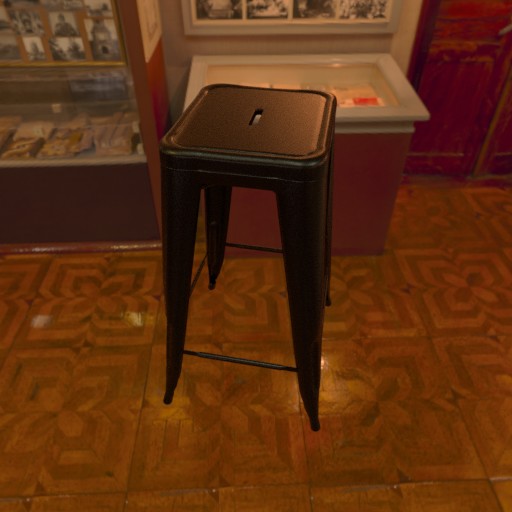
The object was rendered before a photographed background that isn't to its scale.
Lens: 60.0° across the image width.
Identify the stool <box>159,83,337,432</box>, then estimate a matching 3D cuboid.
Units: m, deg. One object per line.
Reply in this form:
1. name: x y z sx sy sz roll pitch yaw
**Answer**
1. stool: 0.000 0.000 0.928 0.423 0.609 0.455 0 40 0
